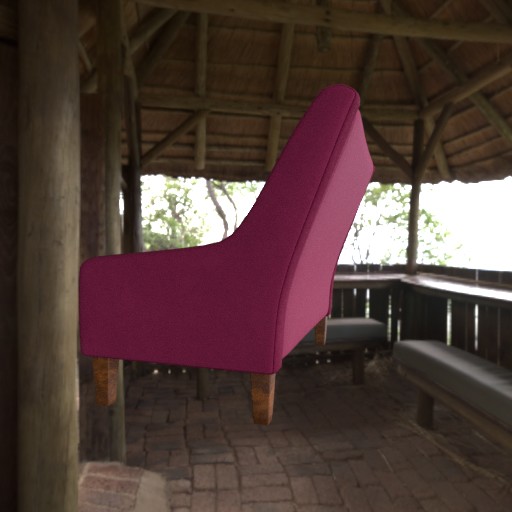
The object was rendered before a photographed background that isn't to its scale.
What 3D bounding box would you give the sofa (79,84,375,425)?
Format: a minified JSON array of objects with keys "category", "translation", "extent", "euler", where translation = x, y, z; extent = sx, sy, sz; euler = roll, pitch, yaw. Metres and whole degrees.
[{"category":"sofa","translation":[0.000,0.000,1.913],"extent":[0.946,0.976,1.242],"euler":[0,1,17]}]
